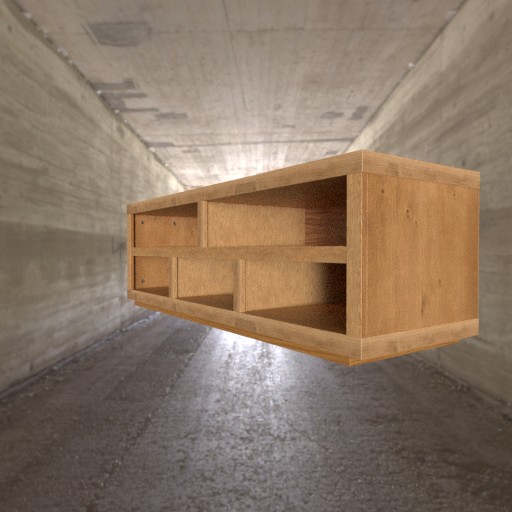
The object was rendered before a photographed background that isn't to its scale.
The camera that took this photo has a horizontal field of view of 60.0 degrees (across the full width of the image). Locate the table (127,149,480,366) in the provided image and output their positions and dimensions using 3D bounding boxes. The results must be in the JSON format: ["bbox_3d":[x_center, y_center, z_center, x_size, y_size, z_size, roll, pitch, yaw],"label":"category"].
[{"bbox_3d":[0.000,0.000,1.728,0.499,0.491,1.499,-1,1,-36],"label":"table"}]
